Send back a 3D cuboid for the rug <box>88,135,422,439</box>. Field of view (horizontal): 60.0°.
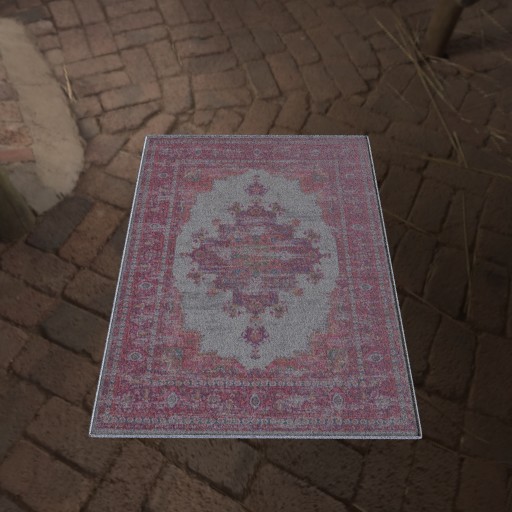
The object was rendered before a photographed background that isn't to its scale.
[{"bbox_3d":[0.000,0.000,4.056,2.447,0.017,3.123,0,58,0],"label":"rug"}]
